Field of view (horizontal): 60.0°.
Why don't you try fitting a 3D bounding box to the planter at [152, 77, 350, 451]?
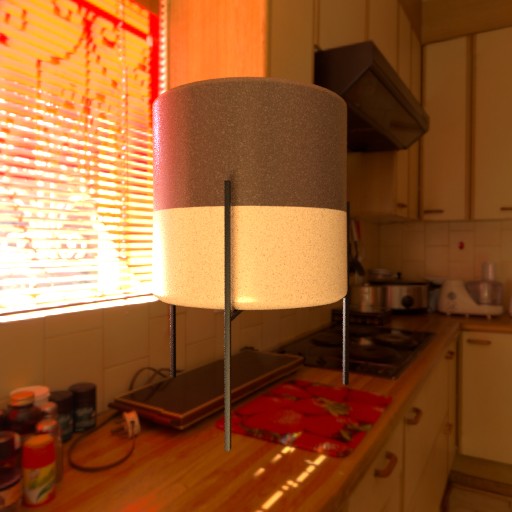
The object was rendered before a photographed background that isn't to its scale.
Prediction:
[{"bbox_3d":[0.000,0.000,0.532,0.250,0.353,0.260,0,1,1],"label":"planter"}]
